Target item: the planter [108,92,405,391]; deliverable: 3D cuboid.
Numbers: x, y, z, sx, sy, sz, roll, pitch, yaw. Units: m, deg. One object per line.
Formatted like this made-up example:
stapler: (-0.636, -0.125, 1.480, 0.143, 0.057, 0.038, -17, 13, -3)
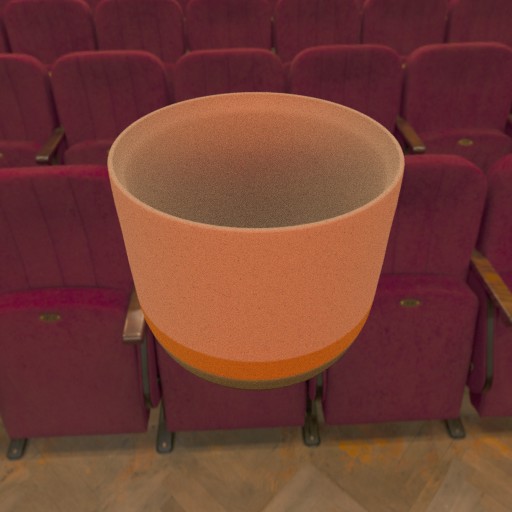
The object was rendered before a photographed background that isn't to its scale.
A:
planter: (0.000, 0.000, 0.495, 0.268, 0.270, 0.268, 0, 40, 0)
